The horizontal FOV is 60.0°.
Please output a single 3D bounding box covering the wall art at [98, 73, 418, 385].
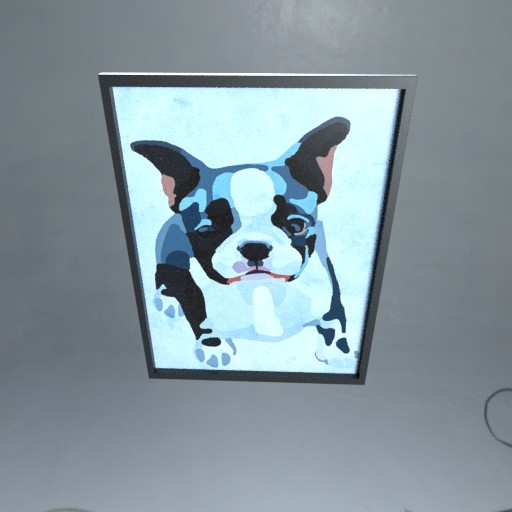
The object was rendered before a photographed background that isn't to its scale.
[{"bbox_3d":[0.000,0.000,1.342,0.774,1.027,0.030,1,30,2],"label":"wall art"}]
